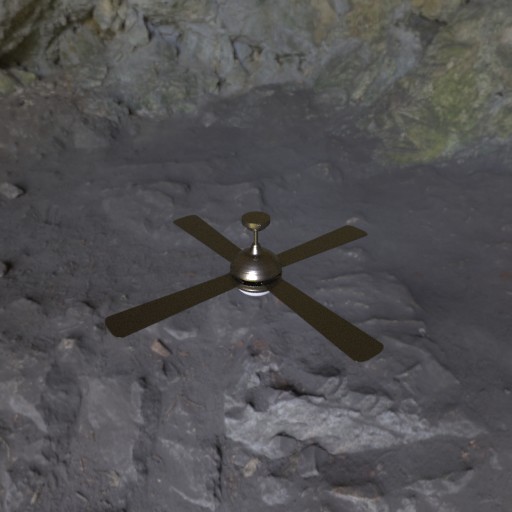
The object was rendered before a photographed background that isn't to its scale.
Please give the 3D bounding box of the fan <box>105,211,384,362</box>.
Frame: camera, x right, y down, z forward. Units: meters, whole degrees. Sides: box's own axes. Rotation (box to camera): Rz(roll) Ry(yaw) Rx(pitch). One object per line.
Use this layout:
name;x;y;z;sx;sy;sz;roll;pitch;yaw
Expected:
fan;0.000;0.000;1.982;1.321;0.381;1.321;-8;32;-14
